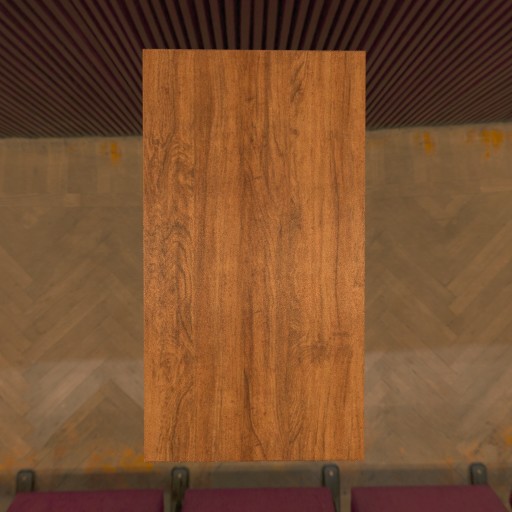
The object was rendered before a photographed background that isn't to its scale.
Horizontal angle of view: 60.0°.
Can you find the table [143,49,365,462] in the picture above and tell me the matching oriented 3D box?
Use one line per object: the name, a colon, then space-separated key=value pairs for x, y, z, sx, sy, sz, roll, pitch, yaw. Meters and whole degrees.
table: x=0.000 y=0.000 z=1.475 sx=0.635 sy=0.480 sz=1.150 roll=0 pitch=91 yaw=-1
